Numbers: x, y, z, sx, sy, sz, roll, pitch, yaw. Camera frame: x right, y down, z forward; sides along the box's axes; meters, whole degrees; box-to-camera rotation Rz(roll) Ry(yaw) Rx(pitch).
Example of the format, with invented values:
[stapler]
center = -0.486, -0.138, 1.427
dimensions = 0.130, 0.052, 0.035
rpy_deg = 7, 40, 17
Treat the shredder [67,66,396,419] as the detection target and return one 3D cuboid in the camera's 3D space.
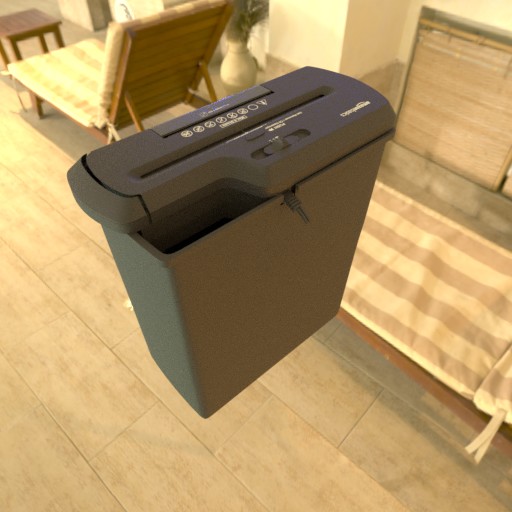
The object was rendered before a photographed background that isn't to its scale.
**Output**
[shredder]
center = 0.000, 0.000, 0.517
dimensions = 0.320, 0.335, 0.170
rpy_deg = -32, 54, -27
